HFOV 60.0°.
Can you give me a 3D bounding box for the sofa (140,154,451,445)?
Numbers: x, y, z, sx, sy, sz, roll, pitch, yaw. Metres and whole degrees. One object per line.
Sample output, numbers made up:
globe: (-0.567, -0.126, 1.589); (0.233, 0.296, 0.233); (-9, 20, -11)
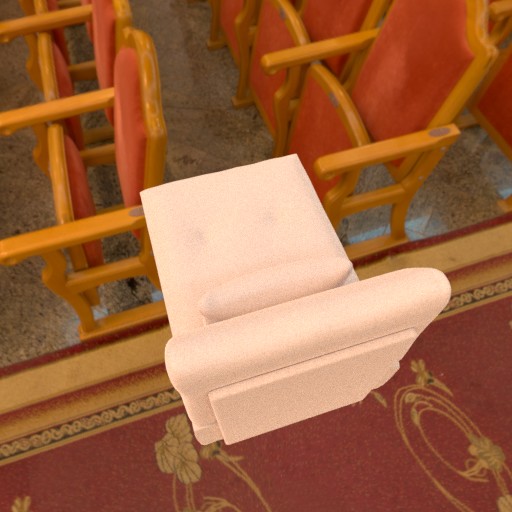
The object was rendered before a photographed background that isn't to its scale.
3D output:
sofa: (0.000, 0.000, 1.530); (0.700, 0.820, 1.000); (-15, 60, -9)
